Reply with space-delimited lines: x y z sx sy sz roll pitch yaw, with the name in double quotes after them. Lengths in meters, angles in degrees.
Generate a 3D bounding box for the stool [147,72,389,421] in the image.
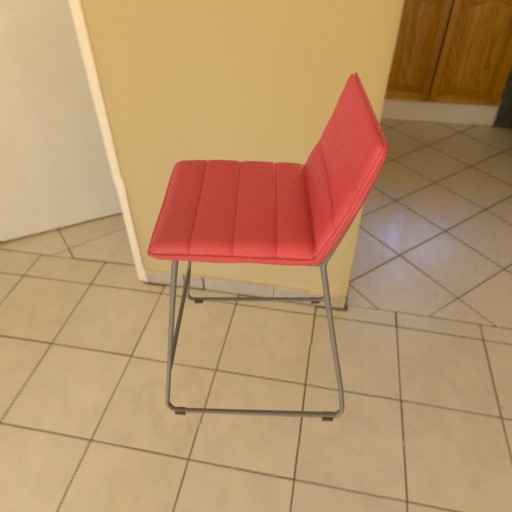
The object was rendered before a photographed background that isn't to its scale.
0.000 0.000 1.207 0.524 0.866 0.489 1 42 1 "stool"
